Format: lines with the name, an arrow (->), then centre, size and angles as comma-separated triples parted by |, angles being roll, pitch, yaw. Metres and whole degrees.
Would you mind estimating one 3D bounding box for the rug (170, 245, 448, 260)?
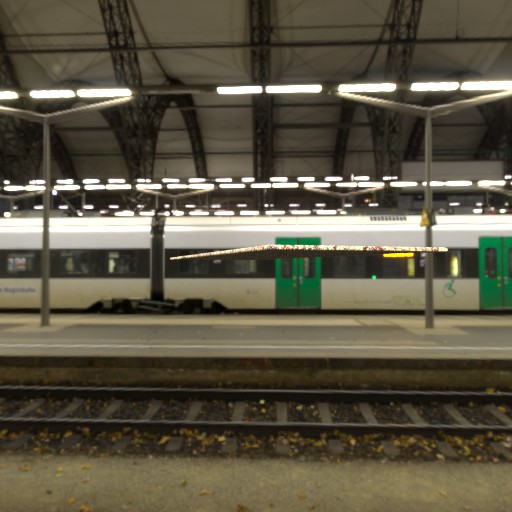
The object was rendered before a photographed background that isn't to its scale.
rug -> 0.000, 0.000, 2.561 | 0.688, 0.015, 2.292 | 0, -1, -19
